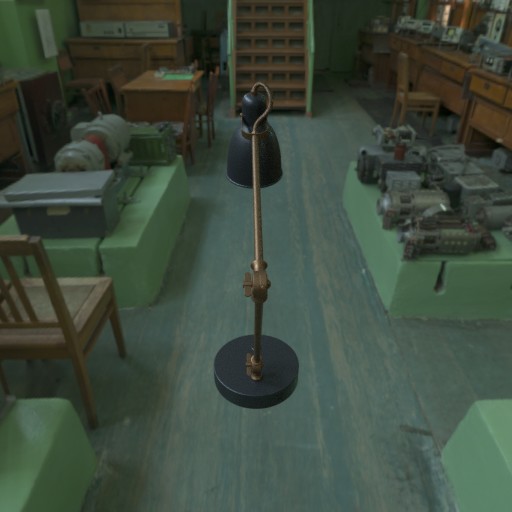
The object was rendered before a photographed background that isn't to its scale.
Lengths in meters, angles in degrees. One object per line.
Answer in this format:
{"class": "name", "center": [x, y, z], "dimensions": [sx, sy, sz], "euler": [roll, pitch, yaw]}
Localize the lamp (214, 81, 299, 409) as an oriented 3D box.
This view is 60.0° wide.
{"class": "lamp", "center": [0.000, 0.000, 0.864], "dimensions": [0.187, 0.587, 0.561], "euler": [-1, 31, -1]}
